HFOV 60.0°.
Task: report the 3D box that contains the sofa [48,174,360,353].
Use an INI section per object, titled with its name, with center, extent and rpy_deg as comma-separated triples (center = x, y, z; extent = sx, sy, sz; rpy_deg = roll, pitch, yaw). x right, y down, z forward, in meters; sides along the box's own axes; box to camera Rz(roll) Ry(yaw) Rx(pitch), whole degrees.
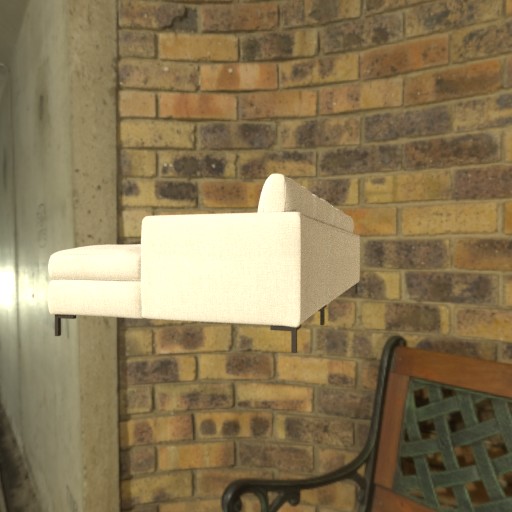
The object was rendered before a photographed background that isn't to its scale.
[sofa]
center = 0.000, 0.000, 2.894
extent = 1.126, 0.677, 2.445
rpy_deg = 0, 1, 18
